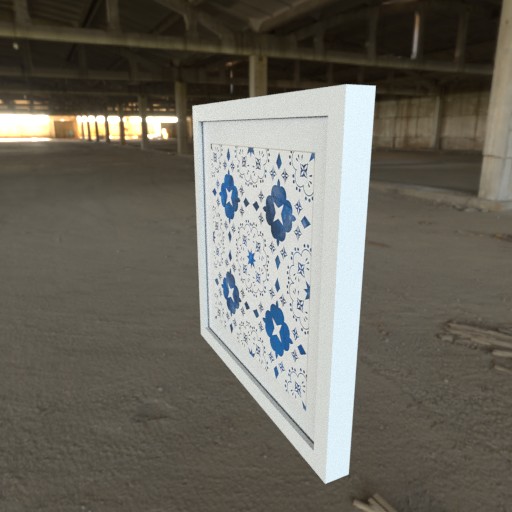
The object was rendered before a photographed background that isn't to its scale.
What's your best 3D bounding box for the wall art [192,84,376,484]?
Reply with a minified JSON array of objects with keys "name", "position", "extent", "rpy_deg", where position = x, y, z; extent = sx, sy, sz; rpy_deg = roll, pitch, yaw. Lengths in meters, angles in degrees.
[{"name":"wall art","position":[0.000,0.000,0.530],"extent":[0.027,0.355,0.355],"rpy_deg":[-8,18,-25]}]
